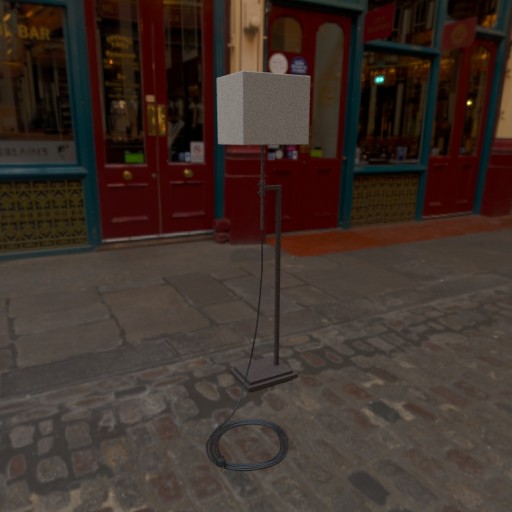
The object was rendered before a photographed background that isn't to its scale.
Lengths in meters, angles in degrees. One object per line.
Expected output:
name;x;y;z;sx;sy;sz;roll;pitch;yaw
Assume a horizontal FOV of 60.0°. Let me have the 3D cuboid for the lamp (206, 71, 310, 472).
lamp;0.000;0.000;2.024;0.698;1.600;0.774;-8;17;-28
